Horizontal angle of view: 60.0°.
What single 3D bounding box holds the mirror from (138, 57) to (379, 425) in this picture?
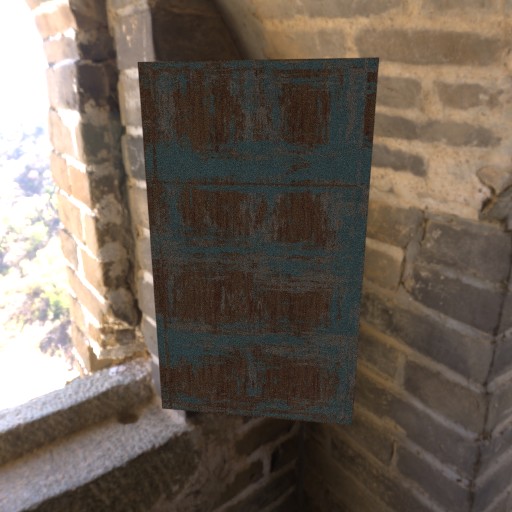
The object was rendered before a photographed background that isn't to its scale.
[{"bbox_3d":[0.000,0.000,1.499,0.707,1.213,0.083,2,17,8],"label":"mirror"}]
